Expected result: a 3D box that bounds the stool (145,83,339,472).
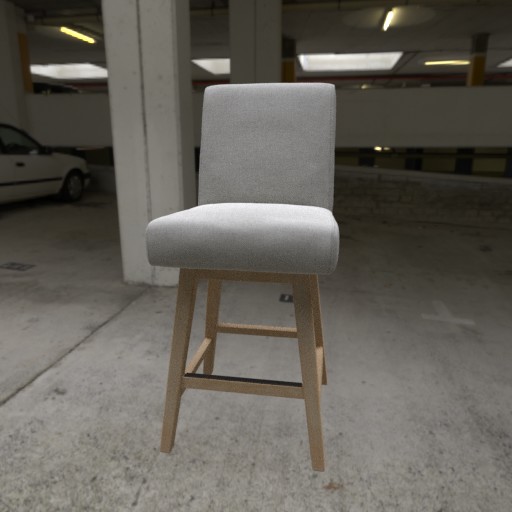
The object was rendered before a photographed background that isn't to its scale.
[{"bbox_3d":[0.000,0.000,1.405,0.507,1.085,0.606,2,15,9],"label":"stool"}]
